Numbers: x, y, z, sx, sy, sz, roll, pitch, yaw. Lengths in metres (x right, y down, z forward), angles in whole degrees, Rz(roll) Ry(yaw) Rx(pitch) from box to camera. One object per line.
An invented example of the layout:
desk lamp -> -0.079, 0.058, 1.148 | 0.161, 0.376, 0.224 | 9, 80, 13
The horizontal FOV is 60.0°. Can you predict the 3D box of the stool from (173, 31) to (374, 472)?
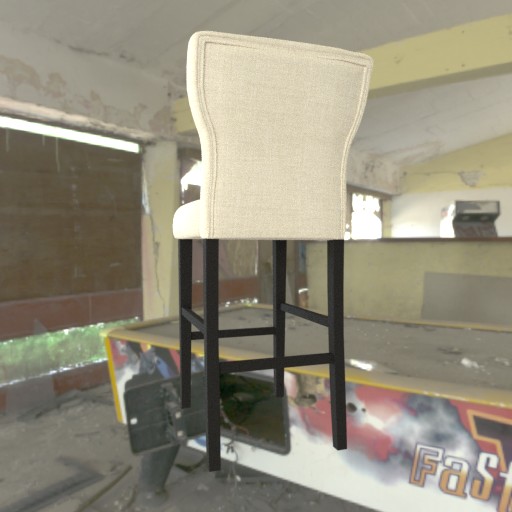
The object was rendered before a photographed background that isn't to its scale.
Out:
stool -> 0.000, 0.000, 1.423 | 0.516, 1.124, 0.603 | 0, 1, -19
